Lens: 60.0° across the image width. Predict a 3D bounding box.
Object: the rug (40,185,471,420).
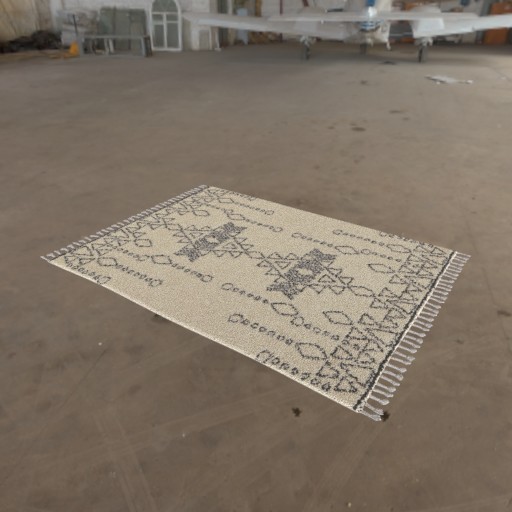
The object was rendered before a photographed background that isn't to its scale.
[{"bbox_3d":[0.000,0.000,3.789,3.027,0.028,2.125,19,35,29],"label":"rug"}]
